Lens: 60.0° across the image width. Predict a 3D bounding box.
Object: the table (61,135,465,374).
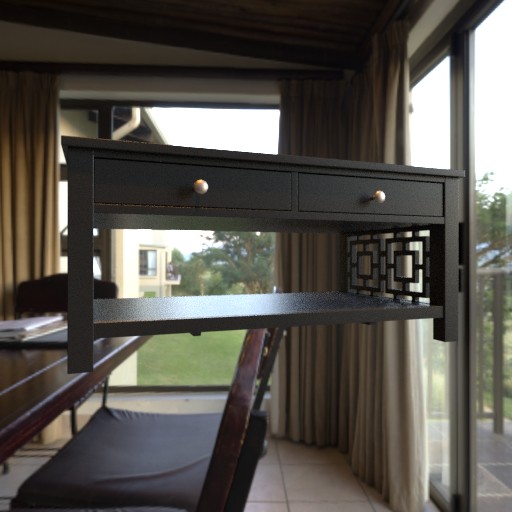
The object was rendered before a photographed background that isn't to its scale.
[{"bbox_3d":[0.000,0.000,1.366,1.068,0.493,0.612,0,0,-20],"label":"table"}]
